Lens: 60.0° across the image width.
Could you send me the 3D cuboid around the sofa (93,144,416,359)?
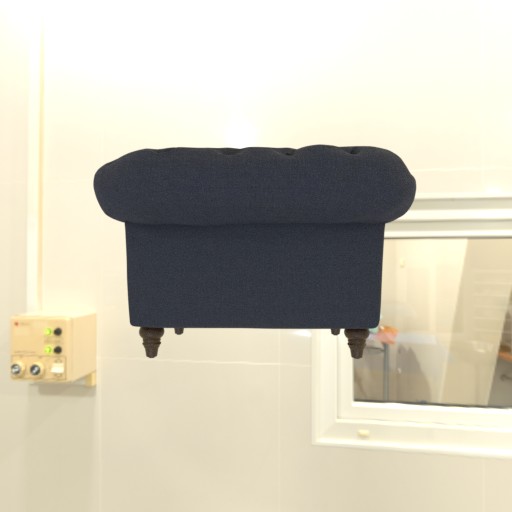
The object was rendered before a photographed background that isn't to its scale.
[{"bbox_3d":[0.000,0.000,2.075,1.405,0.878,1.032,0,0,1],"label":"sofa"}]
